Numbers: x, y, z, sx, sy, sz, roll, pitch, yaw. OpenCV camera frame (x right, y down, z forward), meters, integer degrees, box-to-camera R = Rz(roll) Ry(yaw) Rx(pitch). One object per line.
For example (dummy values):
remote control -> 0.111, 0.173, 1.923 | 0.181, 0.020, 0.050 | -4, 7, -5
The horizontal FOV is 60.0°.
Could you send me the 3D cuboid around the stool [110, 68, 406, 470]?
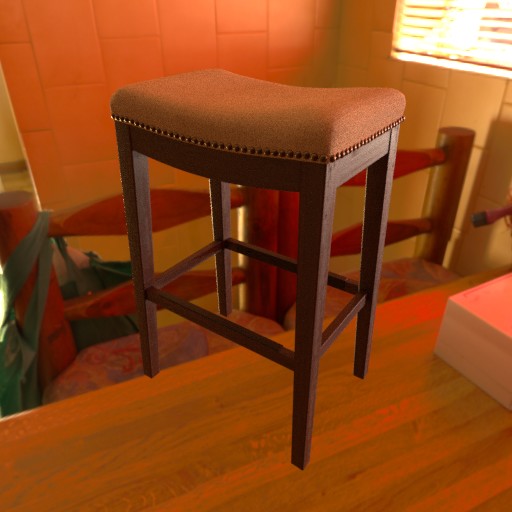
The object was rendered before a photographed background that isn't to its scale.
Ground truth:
stool -> 0.000, 0.000, 1.043 | 0.509, 0.768, 0.363 | 20, 36, 30
